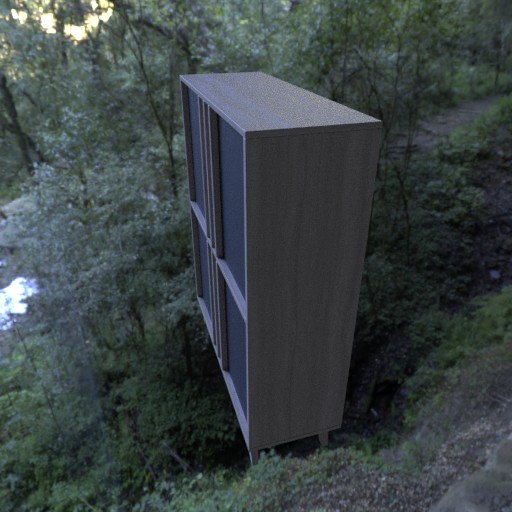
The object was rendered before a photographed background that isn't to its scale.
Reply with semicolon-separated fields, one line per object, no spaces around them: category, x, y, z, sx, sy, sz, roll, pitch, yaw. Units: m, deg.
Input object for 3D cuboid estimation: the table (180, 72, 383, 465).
table;0.000;0.000;1.978;0.398;1.388;1.111;-9;31;-15
